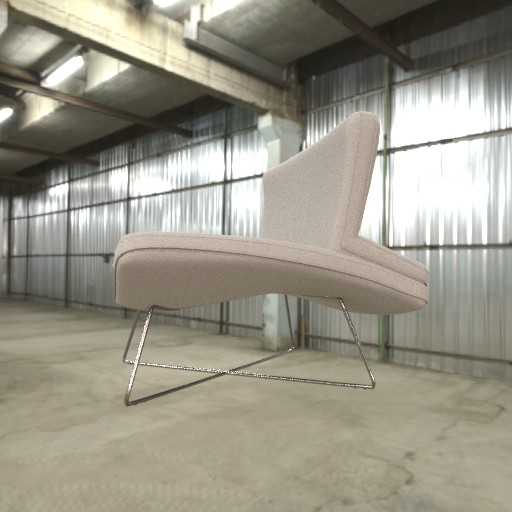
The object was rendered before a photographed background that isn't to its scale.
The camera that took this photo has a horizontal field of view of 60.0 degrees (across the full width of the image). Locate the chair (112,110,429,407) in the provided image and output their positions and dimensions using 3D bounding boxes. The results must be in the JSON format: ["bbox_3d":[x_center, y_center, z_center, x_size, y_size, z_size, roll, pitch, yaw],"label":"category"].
[{"bbox_3d":[0.000,0.000,1.643,1.008,0.855,0.859,0,-2,-17],"label":"chair"}]
